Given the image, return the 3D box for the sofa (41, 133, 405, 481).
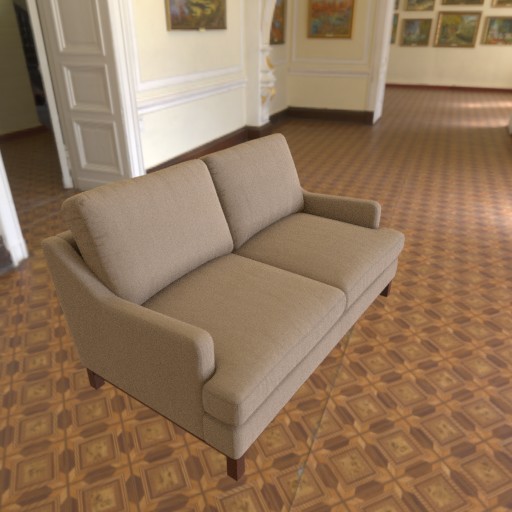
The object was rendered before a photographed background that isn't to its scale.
[{"bbox_3d":[0.000,0.000,2.195,1.004,0.910,1.619,18,32,31],"label":"sofa"}]
